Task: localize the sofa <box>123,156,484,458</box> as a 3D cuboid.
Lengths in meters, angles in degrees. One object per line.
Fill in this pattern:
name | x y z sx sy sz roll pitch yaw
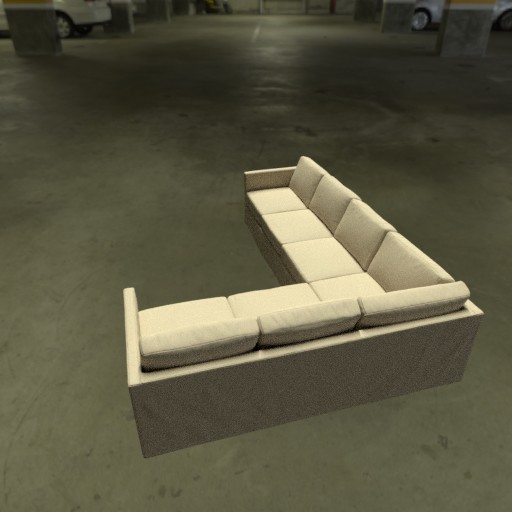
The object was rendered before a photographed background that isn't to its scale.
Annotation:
sofa | 0.000 0.000 4.219 2.432 0.871 3.182 -8 32 -14
